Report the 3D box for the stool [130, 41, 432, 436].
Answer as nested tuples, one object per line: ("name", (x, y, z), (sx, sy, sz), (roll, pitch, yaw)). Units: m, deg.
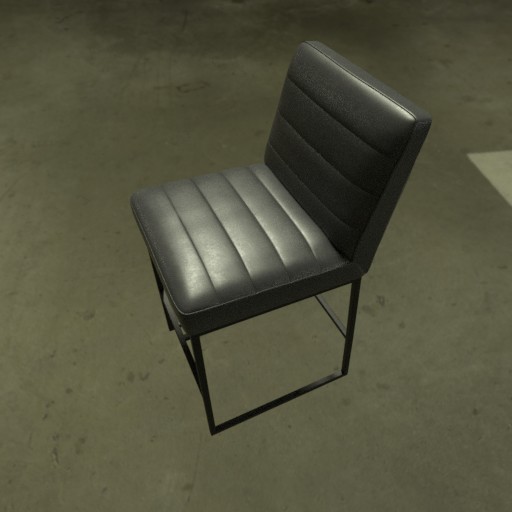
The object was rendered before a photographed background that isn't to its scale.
("stool", (0.000, 0.000, 1.220), (0.552, 0.938, 0.457), (-18, 48, -17))
